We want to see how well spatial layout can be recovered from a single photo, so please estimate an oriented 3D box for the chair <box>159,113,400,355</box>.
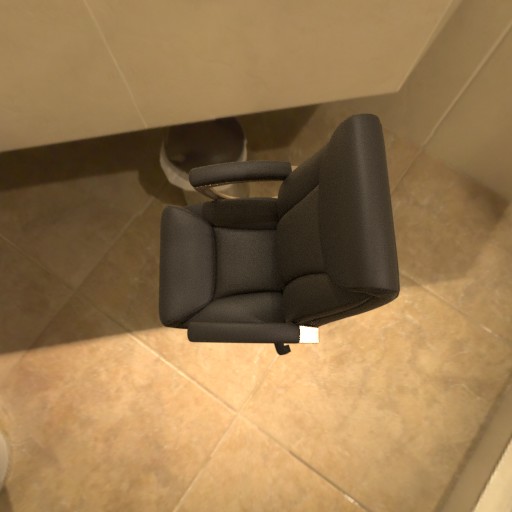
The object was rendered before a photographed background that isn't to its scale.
[{"bbox_3d":[0.000,0.000,1.648,0.748,1.188,0.694,-2,76,0],"label":"chair"}]
